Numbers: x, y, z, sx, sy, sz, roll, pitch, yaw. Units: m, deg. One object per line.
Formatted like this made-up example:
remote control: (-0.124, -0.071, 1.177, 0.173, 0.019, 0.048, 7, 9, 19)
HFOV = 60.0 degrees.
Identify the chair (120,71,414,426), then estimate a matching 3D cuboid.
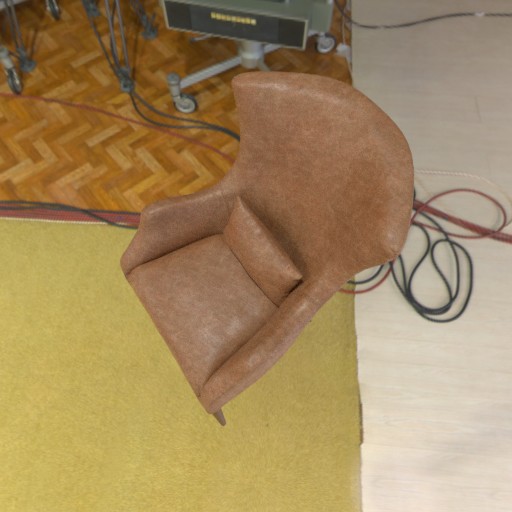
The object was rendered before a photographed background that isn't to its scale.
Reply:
chair: (0.000, 0.000, 1.768, 0.955, 1.067, 0.846, -31, 67, -15)
